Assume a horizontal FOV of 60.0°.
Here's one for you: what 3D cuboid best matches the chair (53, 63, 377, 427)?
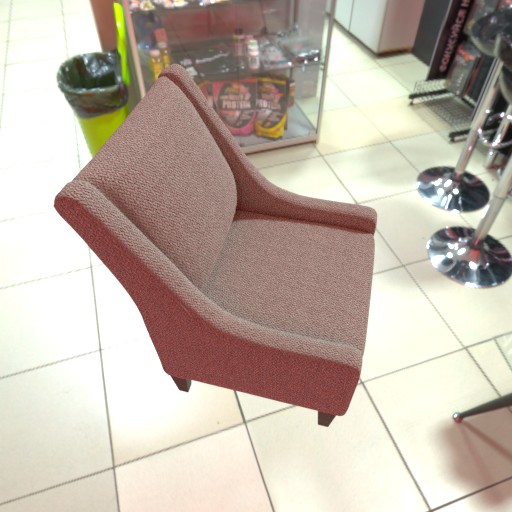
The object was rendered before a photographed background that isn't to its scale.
[{"bbox_3d":[0.000,0.000,1.620,0.870,1.014,0.774,11,49,9],"label":"chair"}]
